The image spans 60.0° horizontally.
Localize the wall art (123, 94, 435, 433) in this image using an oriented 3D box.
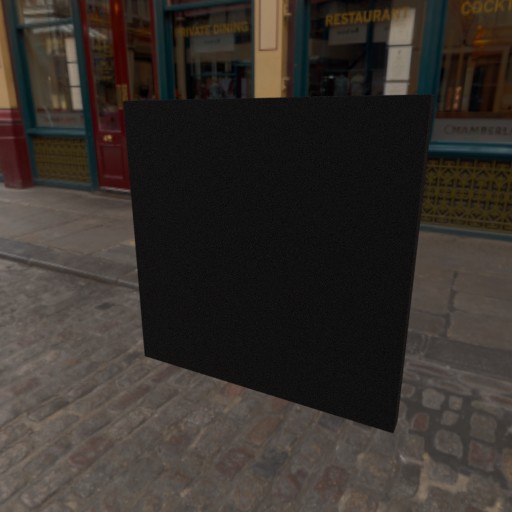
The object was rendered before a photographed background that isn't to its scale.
[{"bbox_3d":[0.000,0.000,0.683,0.462,0.458,0.030,9,20,26],"label":"wall art"}]
